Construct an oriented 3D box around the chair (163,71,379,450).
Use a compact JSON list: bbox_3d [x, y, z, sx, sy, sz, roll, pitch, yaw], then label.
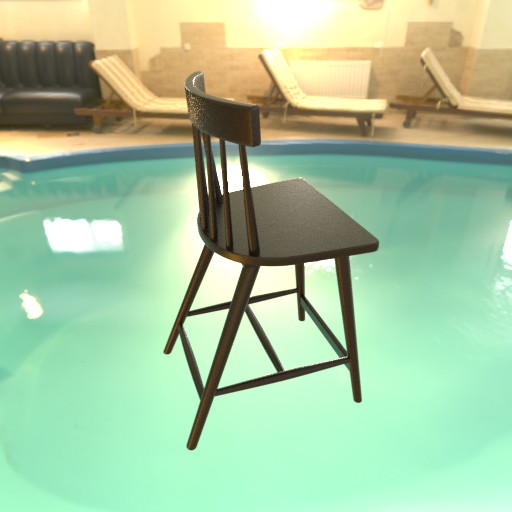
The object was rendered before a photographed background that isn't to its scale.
[{"bbox_3d":[0.000,0.000,1.293,0.572,0.952,0.483,-10,32,-17],"label":"chair"}]
